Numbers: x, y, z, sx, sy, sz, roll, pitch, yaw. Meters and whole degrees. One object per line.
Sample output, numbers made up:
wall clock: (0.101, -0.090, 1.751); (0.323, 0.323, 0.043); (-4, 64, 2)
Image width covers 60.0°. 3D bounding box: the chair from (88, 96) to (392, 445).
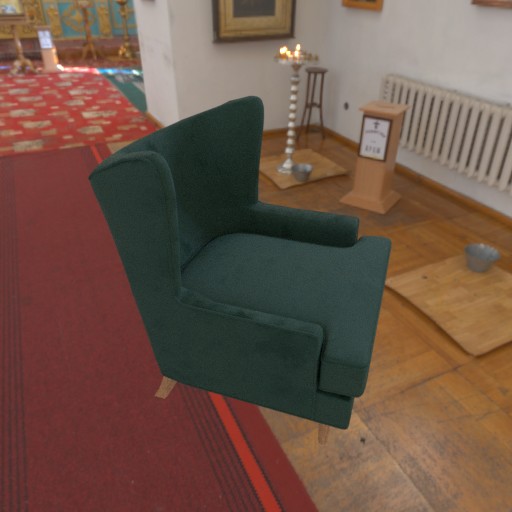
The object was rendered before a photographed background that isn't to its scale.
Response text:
chair: (0.000, 0.000, 1.596); (0.910, 0.952, 0.793); (10, 33, 17)
